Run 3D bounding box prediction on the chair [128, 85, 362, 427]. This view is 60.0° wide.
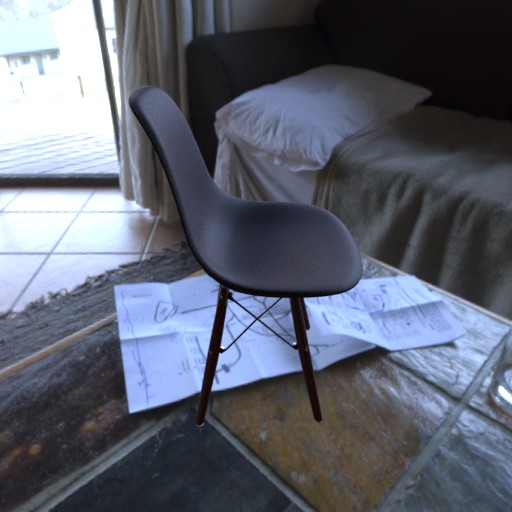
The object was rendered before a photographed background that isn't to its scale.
[{"bbox_3d":[0.000,0.000,1.163,0.533,0.826,0.470,0,32,0],"label":"chair"}]
